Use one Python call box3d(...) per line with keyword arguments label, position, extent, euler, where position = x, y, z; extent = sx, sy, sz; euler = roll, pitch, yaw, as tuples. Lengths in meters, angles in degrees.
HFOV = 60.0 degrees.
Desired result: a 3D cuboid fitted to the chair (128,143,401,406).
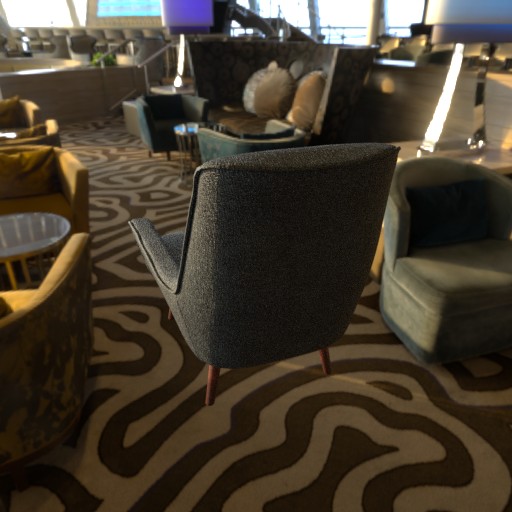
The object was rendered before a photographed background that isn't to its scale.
box3d(label="chair", position=(0.000, 0.000, 1.497), extent=(0.763, 0.883, 0.859), euler=(-9, 29, -17))
